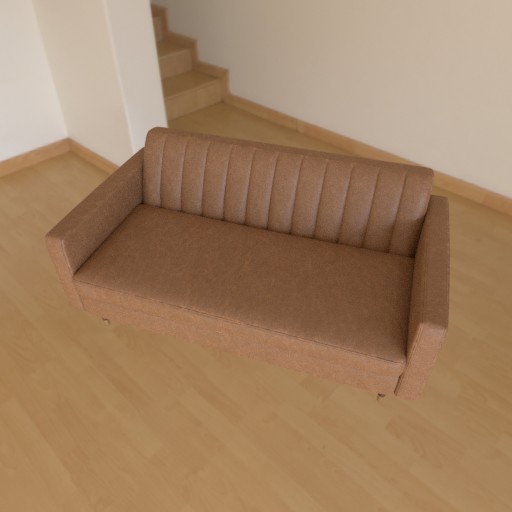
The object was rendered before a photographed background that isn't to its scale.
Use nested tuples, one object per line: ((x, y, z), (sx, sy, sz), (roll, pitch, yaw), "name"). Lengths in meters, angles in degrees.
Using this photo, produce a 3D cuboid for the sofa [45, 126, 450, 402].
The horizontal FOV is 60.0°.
((0.000, 0.000, 2.352), (1.847, 0.821, 0.993), (12, 43, 14), "sofa")
